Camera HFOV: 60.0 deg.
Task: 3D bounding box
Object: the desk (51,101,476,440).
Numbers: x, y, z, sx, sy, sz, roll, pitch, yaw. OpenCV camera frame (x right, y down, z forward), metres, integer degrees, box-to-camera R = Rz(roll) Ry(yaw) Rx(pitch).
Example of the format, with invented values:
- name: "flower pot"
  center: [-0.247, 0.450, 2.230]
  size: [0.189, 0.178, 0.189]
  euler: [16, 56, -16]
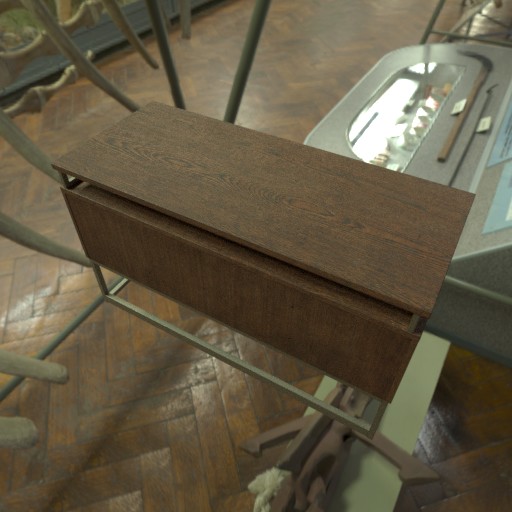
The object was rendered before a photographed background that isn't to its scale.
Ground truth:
- name: "desk"
  center: [0.000, 0.000, 1.840]
  size: [1.384, 0.792, 0.610]
  euler: [22, 49, 21]
